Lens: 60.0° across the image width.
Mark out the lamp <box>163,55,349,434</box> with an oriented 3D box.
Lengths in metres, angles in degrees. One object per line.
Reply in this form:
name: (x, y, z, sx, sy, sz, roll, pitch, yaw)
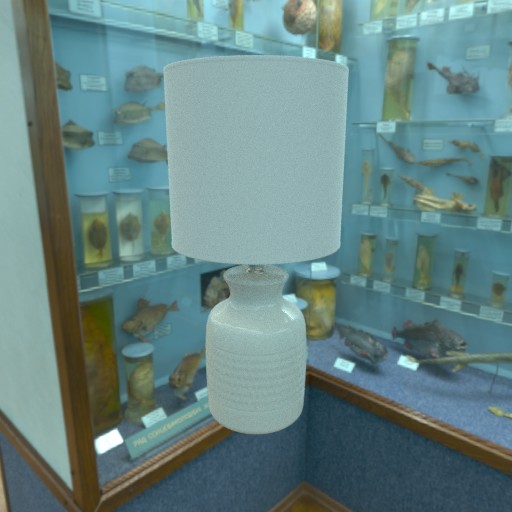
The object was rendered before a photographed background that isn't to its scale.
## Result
lamp: (0.000, 0.000, 0.506, 0.188, 0.392, 0.188, -14, 20, -43)
